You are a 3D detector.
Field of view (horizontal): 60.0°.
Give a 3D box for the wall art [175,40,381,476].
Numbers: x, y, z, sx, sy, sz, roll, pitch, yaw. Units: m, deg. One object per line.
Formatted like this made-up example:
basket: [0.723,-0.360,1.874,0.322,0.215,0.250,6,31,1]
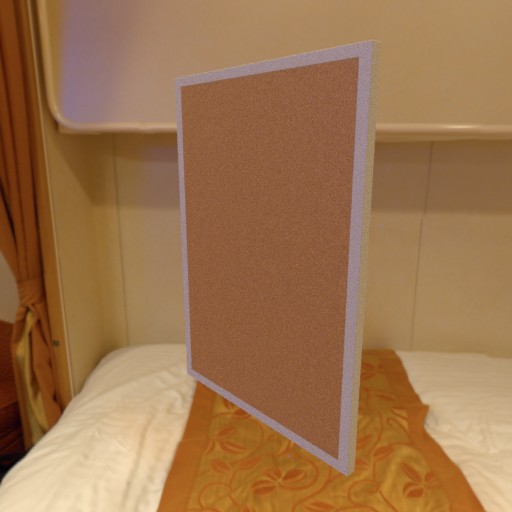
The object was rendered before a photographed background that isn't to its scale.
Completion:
wall art: [0.000,0.000,0.537,0.013,0.433,0.303,-13,19,-41]
